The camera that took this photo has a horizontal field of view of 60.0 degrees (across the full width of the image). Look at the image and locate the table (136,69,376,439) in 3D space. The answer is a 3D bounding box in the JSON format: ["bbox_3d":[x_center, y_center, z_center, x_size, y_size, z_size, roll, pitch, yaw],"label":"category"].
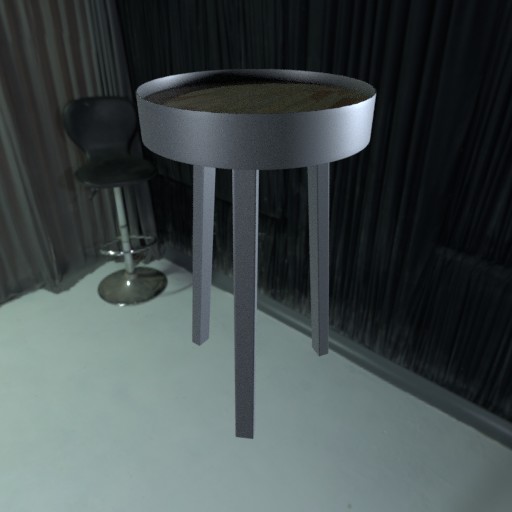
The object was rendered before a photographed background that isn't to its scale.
[{"bbox_3d":[0.000,0.000,0.945,0.406,0.686,0.406,22,37,32],"label":"table"}]
